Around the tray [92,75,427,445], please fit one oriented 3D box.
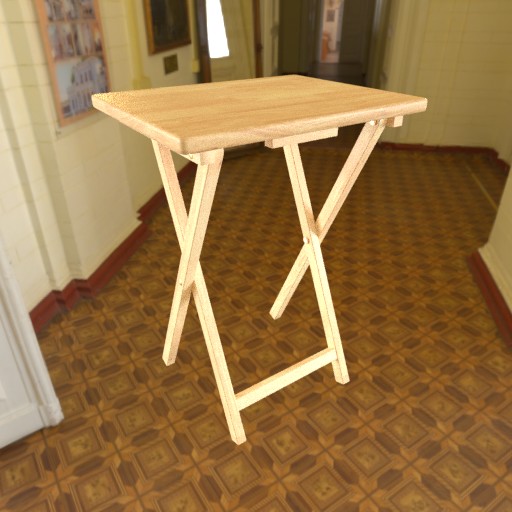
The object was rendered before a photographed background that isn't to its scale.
[{"bbox_3d":[0.000,0.000,0.960,0.483,0.660,0.381,-19,34,-29],"label":"tray"}]
